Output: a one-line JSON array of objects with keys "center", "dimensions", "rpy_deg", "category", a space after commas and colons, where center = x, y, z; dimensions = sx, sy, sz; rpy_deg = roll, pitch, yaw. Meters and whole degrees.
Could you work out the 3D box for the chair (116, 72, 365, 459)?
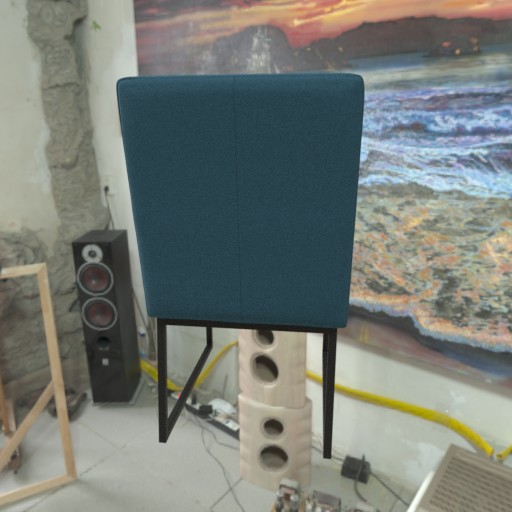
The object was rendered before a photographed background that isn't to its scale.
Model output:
[{"center": [0.000, 0.000, 1.291], "dimensions": [0.520, 0.930, 0.634], "rpy_deg": [2, 16, 8], "category": "chair"}]
